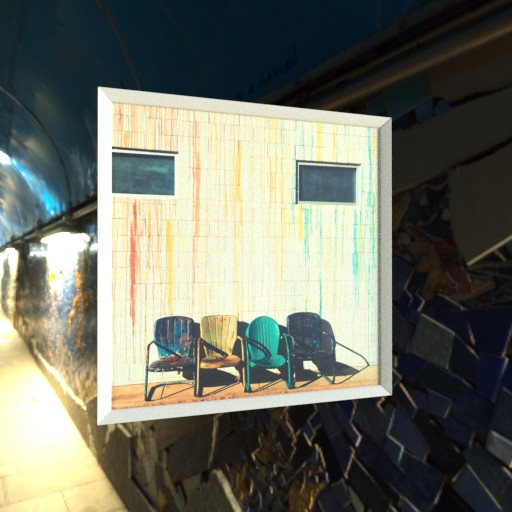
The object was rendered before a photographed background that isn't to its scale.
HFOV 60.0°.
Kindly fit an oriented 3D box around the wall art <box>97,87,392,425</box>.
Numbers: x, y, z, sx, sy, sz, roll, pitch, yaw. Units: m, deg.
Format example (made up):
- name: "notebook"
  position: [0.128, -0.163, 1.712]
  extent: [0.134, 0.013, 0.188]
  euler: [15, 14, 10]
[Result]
- name: "wall art"
  position: [0.000, 0.000, 0.755]
  extent: [0.508, 0.508, 0.037]
  euler: [0, 0, -17]
